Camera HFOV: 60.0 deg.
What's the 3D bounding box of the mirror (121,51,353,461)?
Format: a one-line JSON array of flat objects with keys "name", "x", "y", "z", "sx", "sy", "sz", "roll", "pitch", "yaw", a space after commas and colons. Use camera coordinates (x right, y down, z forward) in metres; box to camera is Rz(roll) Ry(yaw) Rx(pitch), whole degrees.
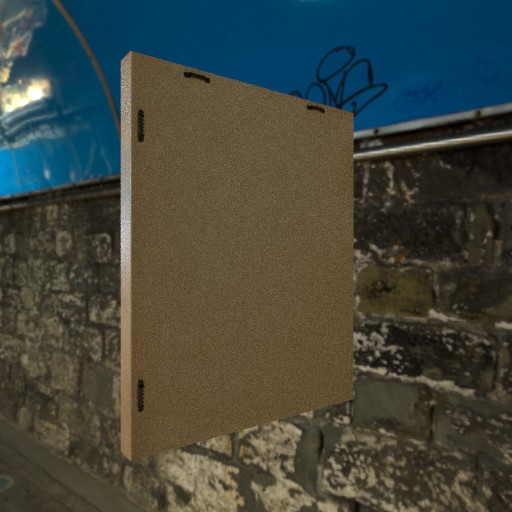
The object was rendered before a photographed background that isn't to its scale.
[{"name": "mirror", "x": 0.000, "y": 0.000, "z": 0.679, "sx": 0.405, "sy": 0.508, "sz": 0.041, "roll": 0, "pitch": 0, "yaw": -36}]
